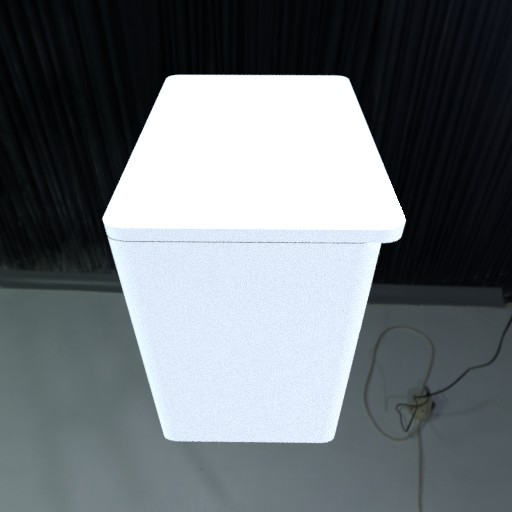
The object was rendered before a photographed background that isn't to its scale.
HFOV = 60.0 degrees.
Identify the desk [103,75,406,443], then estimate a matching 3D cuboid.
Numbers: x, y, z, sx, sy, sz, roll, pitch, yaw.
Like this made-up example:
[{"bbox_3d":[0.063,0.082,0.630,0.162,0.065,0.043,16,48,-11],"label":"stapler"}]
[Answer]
[{"bbox_3d":[0.000,0.000,1.330,0.549,0.800,0.762,0,41,1],"label":"desk"}]
